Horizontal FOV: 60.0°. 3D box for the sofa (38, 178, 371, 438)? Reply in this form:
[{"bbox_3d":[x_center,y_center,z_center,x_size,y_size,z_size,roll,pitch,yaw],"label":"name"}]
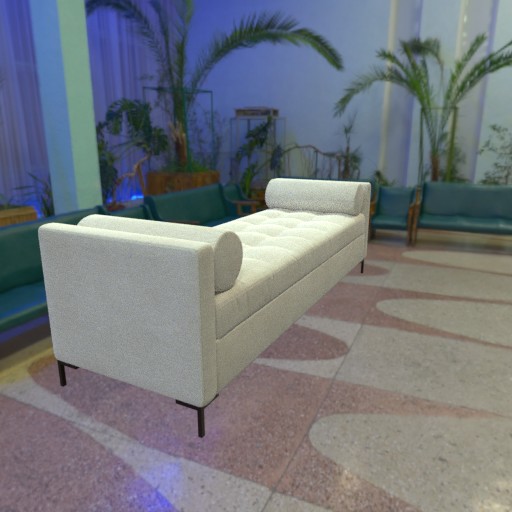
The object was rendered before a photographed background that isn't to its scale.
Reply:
[{"bbox_3d":[0.000,0.000,2.303,0.686,0.635,1.981,8,17,27],"label":"sofa"}]
